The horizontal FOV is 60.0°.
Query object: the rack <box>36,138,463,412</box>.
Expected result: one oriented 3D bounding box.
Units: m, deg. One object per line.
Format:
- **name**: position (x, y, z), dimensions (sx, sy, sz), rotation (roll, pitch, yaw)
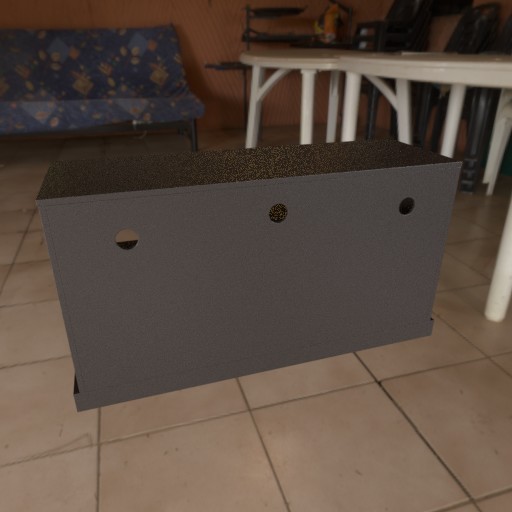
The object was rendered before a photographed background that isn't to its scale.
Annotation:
- **rack**: position (0.000, 0.000, 1.473), dimensions (1.206, 0.635, 0.399), rotation (-8, 27, -16)
